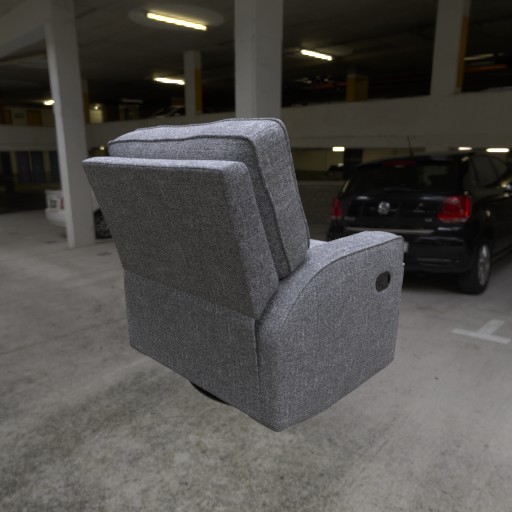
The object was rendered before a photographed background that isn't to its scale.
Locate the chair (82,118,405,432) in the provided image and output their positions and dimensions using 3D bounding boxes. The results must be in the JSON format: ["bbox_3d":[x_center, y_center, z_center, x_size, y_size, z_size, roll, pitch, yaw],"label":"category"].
[{"bbox_3d":[0.000,0.000,1.685,0.861,0.962,0.964,13,19,43],"label":"chair"}]
